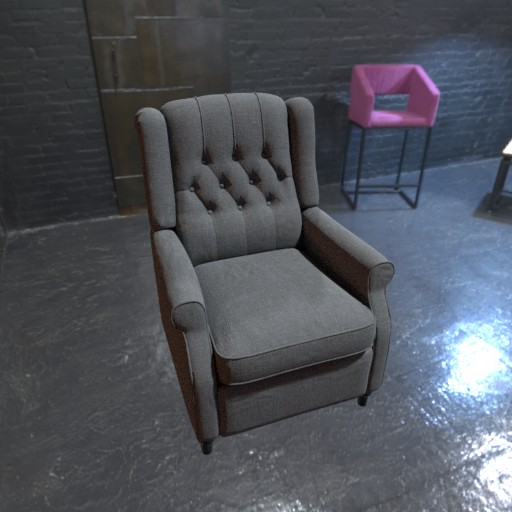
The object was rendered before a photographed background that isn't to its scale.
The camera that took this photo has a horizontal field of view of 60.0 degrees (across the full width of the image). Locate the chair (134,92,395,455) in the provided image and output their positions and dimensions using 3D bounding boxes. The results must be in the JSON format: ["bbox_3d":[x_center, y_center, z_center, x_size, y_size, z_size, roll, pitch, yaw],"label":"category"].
[{"bbox_3d":[0.000,0.000,1.634,0.742,1.035,0.898,-10,31,-17],"label":"chair"}]
